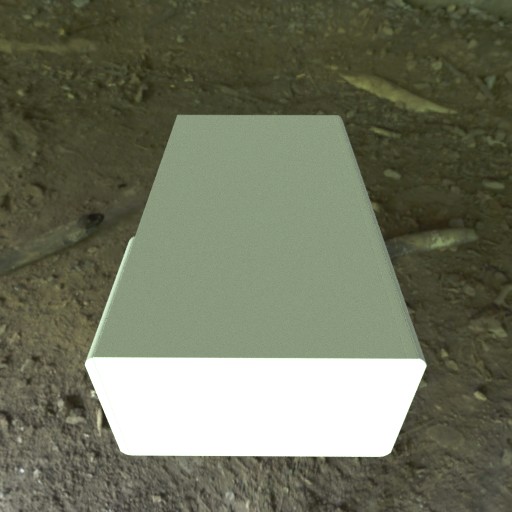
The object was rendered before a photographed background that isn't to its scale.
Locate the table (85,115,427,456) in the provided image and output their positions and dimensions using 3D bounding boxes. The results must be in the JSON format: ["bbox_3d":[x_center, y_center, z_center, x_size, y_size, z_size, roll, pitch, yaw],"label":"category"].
[{"bbox_3d":[0.000,0.000,1.369,0.639,0.442,1.097,0,40,0],"label":"table"}]
